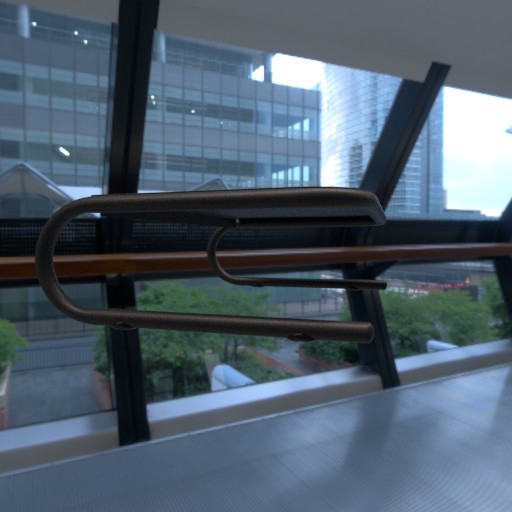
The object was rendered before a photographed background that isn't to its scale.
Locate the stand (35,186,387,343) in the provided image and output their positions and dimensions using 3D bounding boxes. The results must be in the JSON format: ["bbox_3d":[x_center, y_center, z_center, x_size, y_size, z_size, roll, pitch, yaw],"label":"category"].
[{"bbox_3d":[0.000,0.000,0.507,0.280,0.108,0.370,1,2,18],"label":"stand"}]
